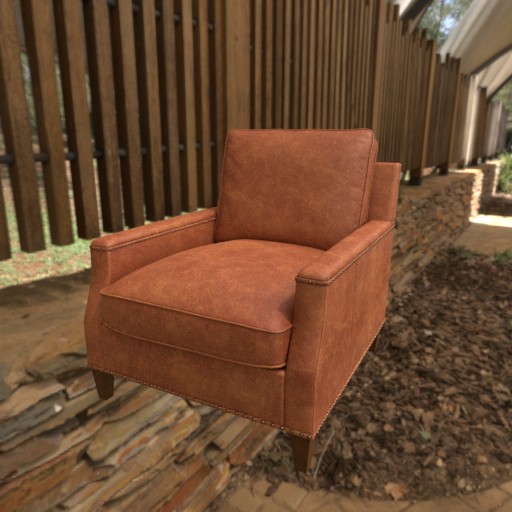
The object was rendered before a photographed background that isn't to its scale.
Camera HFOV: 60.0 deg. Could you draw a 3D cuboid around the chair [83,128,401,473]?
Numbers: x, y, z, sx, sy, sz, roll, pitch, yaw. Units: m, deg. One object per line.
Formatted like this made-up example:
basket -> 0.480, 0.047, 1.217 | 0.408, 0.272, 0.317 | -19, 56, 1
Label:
chair -> 0.000, 0.000, 1.687 | 0.853, 0.943, 1.014 | 8, 17, 27
